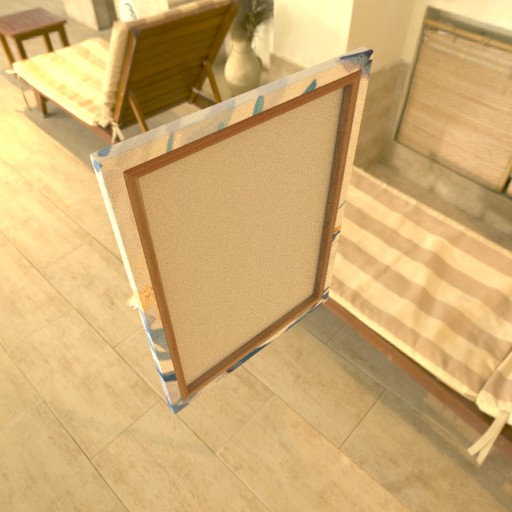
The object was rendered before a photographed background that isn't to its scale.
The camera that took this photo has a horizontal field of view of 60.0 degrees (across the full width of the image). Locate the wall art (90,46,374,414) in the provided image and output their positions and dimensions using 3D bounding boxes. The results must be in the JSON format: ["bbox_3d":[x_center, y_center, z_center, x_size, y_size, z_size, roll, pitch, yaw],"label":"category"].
[{"bbox_3d":[0.000,0.000,1.324,0.761,1.015,0.038,-32,54,-27],"label":"wall art"}]
